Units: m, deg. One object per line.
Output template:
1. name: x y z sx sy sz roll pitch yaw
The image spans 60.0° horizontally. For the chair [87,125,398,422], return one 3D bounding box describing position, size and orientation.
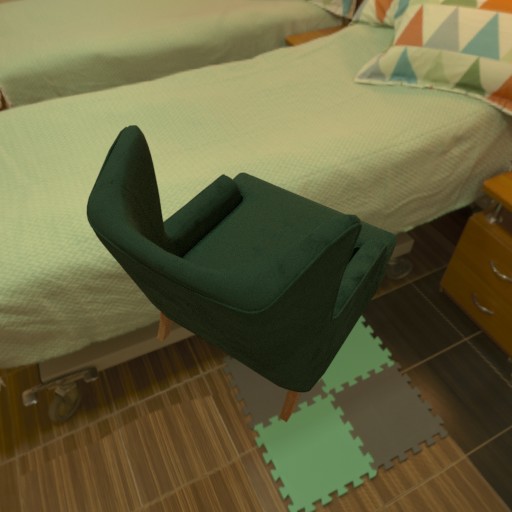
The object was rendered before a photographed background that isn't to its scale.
1. chair: 0.000 0.000 1.632 0.793 0.952 0.910 26 52 23
